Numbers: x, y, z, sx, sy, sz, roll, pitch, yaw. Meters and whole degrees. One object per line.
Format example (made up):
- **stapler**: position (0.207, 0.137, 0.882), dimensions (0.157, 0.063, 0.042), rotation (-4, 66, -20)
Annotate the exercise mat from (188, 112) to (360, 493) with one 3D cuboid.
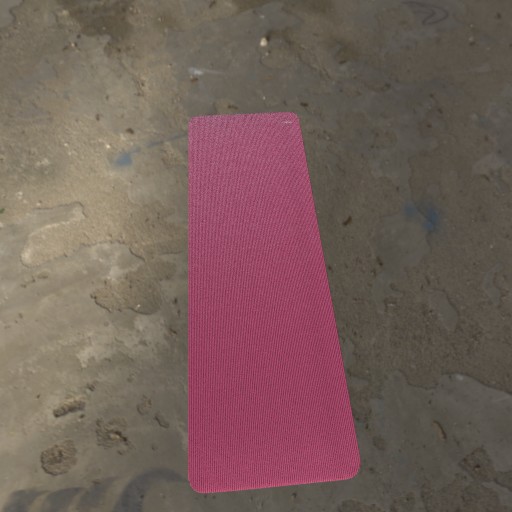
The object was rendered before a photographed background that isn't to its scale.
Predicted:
- **exercise mat**: position (0.000, 0.000, 2.029), dimensions (0.616, 0.021, 1.884), rotation (-4, 59, -2)
